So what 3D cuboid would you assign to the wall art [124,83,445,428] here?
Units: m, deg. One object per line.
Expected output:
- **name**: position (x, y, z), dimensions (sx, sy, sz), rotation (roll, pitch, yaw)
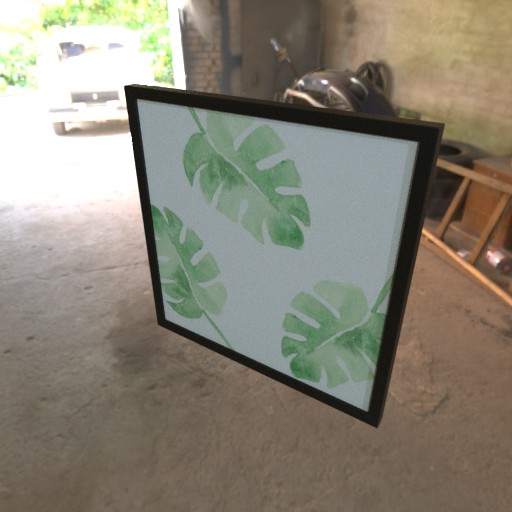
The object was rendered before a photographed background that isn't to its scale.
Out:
- **wall art**: position (0.000, 0.000, 1.136), dimensions (0.765, 0.765, 0.038), rotation (18, 35, 28)
